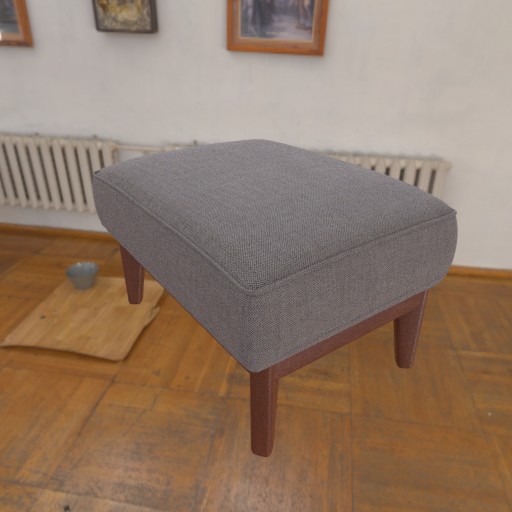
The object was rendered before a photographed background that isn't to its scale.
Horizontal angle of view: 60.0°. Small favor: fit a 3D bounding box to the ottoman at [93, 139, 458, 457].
[{"bbox_3d":[0.000,0.000,1.101,0.555,0.458,0.750,-18,32,-31],"label":"ottoman"}]
